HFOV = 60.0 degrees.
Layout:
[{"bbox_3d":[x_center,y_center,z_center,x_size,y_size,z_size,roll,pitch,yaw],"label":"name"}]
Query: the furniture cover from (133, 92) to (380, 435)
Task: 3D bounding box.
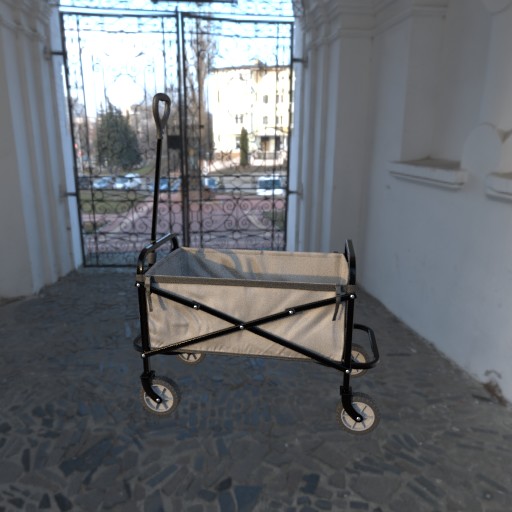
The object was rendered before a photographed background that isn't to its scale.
[{"bbox_3d":[0.000,0.000,1.854,1.038,1.295,0.532,2,15,9],"label":"furniture cover"}]
